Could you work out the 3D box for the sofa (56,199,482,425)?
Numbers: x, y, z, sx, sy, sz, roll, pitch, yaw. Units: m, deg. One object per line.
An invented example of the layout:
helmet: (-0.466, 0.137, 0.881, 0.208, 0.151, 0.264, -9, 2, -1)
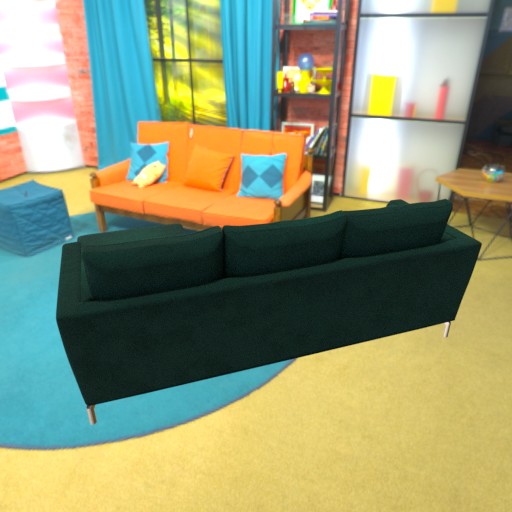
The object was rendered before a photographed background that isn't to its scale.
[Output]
sofa: (0.000, 0.000, 3.088, 2.441, 1.007, 1.489, -9, 29, -17)
